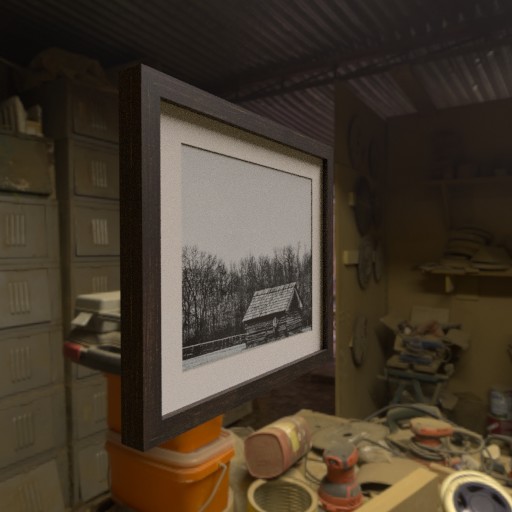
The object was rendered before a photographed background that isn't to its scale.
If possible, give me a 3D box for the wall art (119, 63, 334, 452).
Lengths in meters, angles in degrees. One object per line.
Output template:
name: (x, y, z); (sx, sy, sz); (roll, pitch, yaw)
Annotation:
wall art: (0.000, 0.000, 0.541); (0.031, 0.330, 0.381); (1, 1, 35)
